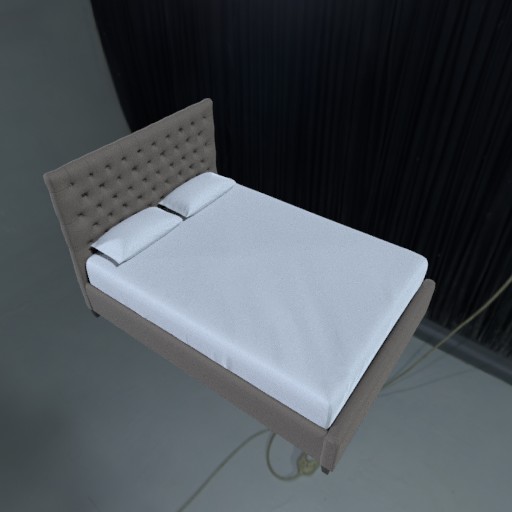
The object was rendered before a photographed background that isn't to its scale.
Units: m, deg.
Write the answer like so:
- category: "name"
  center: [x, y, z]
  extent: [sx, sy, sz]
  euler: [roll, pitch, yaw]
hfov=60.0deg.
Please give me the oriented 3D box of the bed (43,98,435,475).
- category: "bed"
  center: [0.000, 0.000, 3.408]
  extent: [2.387, 1.427, 1.698]
  euler: [25, 47, 27]
